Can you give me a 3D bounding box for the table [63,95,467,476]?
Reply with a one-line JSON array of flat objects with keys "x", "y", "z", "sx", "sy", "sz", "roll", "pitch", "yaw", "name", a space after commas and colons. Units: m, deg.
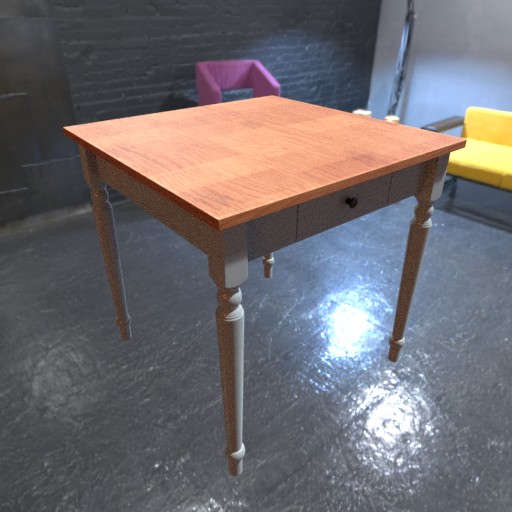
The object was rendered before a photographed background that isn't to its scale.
[{"x": 0.000, "y": 0.000, "z": 1.336, "sx": 0.747, "sy": 0.738, "sz": 0.747, "roll": -22, "pitch": 36, "yaw": -33, "name": "table"}]
